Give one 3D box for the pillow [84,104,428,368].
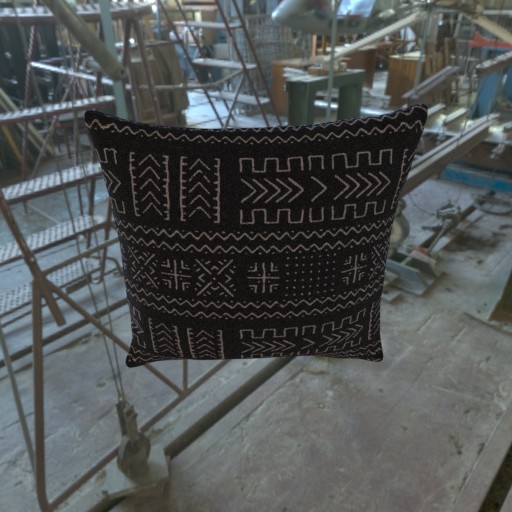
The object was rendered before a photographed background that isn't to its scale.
[{"bbox_3d":[0.000,0.000,0.656,0.438,0.430,0.164,-1,30,-2],"label":"pillow"}]
